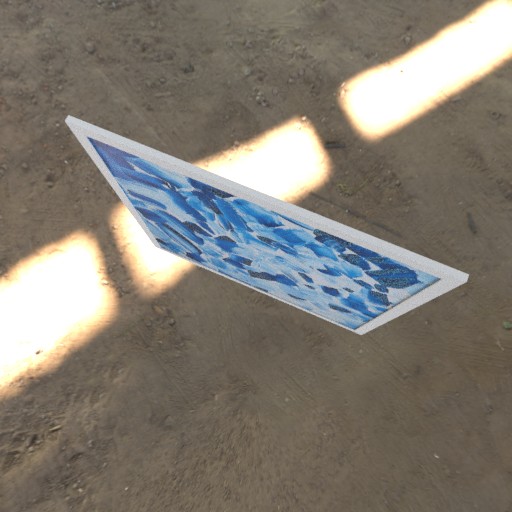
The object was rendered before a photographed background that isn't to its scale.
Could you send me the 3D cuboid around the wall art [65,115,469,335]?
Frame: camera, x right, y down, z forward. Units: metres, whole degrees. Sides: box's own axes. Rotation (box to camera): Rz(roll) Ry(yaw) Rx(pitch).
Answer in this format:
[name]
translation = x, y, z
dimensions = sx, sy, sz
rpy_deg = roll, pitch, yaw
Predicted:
[wall art]
translation = 0.000, 0.000, 1.214
dimensions = 0.812, 0.812, 0.015
rpy_deg = 23, 75, 7
